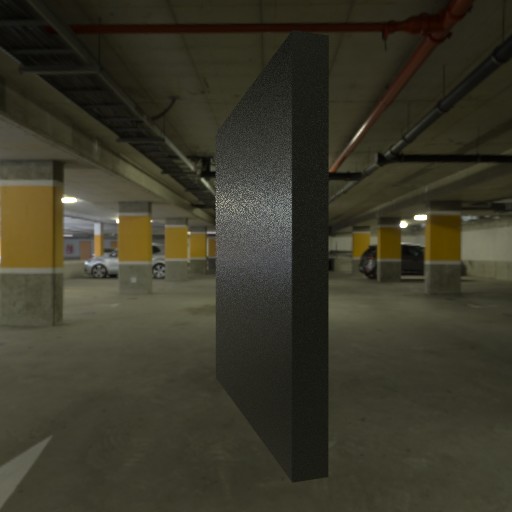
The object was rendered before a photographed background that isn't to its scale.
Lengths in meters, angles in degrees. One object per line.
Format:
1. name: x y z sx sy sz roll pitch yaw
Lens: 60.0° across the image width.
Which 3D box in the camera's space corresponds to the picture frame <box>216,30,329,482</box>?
1. picture frame: 0.000 0.000 0.532 0.034 0.378 0.328 0 0 -16
